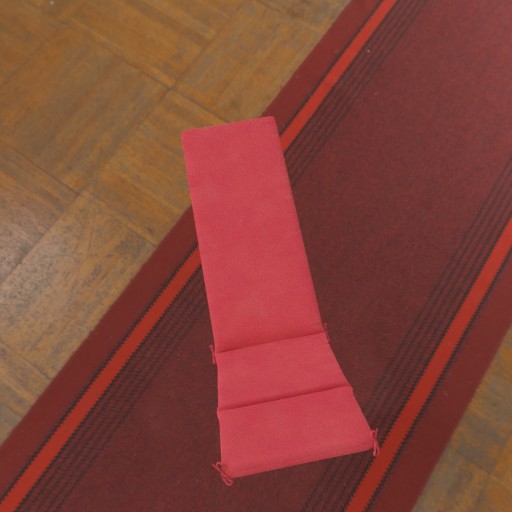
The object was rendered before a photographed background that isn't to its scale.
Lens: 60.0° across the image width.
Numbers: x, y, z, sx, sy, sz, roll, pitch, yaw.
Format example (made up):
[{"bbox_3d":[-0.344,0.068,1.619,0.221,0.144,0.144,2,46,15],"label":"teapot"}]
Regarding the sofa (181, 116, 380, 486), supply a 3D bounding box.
[{"bbox_3d":[0.000,0.000,1.949,0.582,0.622,1.663,-10,75,-3],"label":"sofa"}]
